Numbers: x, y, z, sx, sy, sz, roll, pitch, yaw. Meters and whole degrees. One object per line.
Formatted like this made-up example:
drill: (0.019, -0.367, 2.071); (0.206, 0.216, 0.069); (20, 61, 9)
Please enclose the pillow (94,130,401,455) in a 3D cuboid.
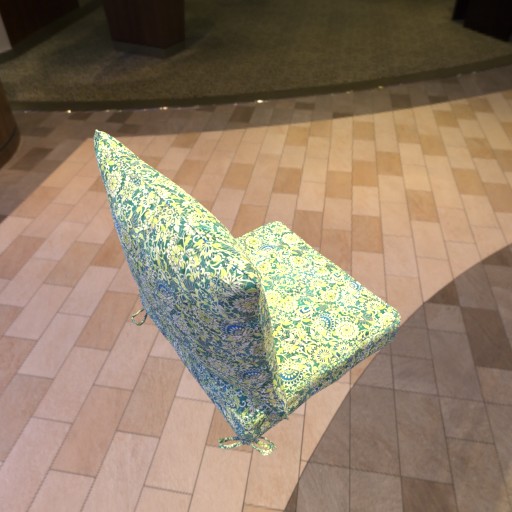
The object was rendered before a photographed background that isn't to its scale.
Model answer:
pillow: (0.000, 0.000, 1.375); (0.740, 0.722, 0.798); (-26, 47, -27)
